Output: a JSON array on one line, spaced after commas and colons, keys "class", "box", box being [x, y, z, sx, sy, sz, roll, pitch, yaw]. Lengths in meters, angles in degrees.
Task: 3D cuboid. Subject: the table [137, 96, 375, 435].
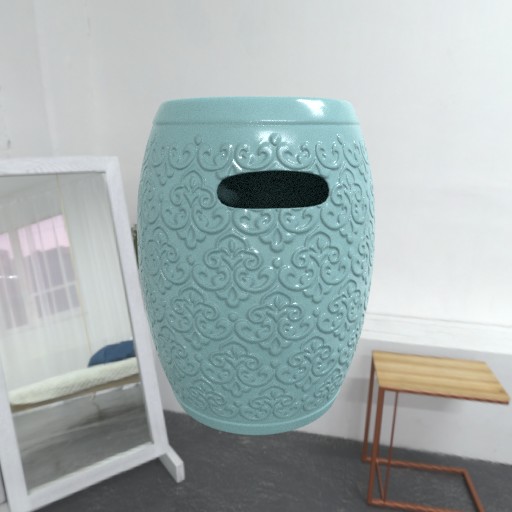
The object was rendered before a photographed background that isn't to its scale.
[{"class": "table", "box": [0.000, 0.000, 0.602, 0.309, 0.397, 0.309, 0, 16, 0]}]
